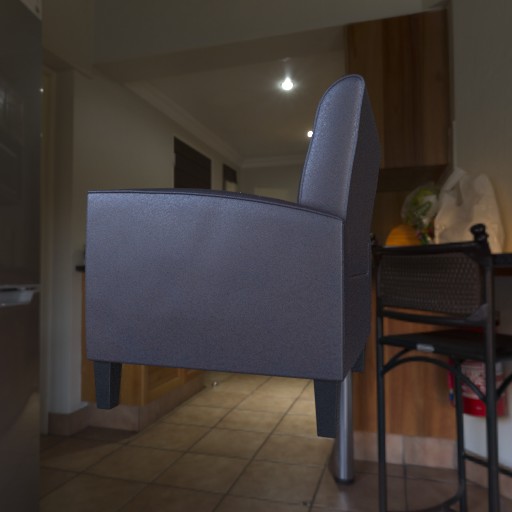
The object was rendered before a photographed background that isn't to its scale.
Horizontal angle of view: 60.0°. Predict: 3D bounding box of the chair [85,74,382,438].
[{"bbox_3d":[0.000,0.000,1.559,0.819,0.916,0.820,0,-1,19],"label":"chair"}]
